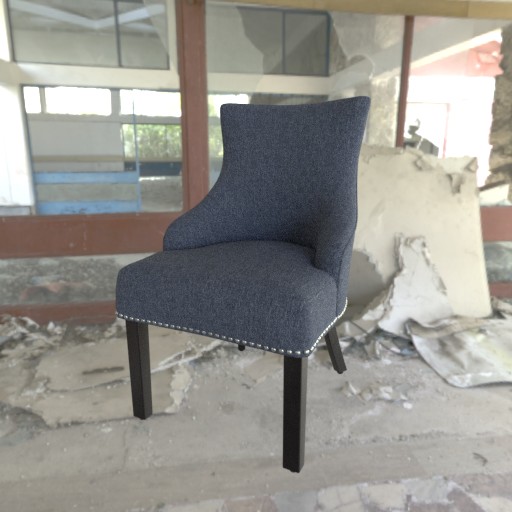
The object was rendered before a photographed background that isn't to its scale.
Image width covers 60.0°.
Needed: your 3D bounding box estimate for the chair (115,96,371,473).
[{"bbox_3d":[0.000,0.000,1.297,0.566,0.909,0.629,7,15,26],"label":"chair"}]
